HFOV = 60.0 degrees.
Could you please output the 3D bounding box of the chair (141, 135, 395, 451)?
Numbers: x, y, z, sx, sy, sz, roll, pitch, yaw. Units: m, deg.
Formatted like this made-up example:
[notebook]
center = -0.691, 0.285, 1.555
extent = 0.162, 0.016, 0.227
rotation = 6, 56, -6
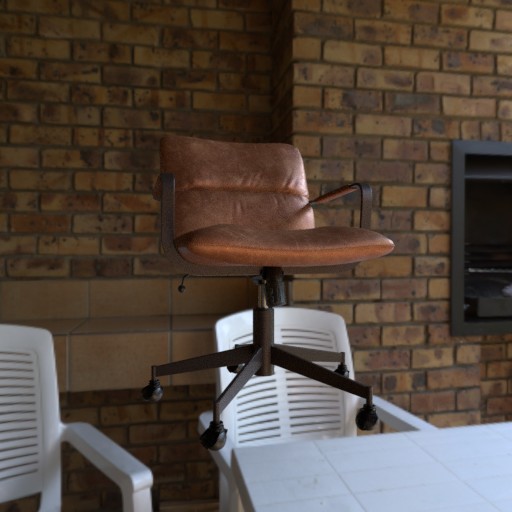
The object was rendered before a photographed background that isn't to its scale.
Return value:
[chair]
center = 0.000, 0.000, 1.445
extent = 0.727, 0.922, 0.754
rotation = 0, 1, -17
